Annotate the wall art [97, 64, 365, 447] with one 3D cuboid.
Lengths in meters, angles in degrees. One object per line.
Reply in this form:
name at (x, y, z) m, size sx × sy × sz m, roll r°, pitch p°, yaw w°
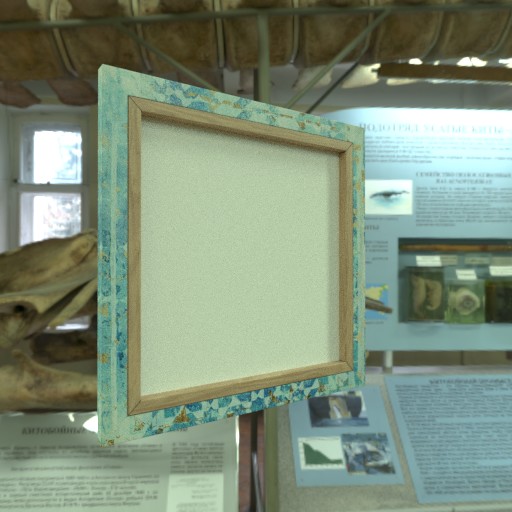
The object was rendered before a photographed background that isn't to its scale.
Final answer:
wall art at (0.000, 0.000, 1.331) m, size 0.916 × 0.916 × 0.040 m, roll 0°, pitch 0°, yaw -34°
